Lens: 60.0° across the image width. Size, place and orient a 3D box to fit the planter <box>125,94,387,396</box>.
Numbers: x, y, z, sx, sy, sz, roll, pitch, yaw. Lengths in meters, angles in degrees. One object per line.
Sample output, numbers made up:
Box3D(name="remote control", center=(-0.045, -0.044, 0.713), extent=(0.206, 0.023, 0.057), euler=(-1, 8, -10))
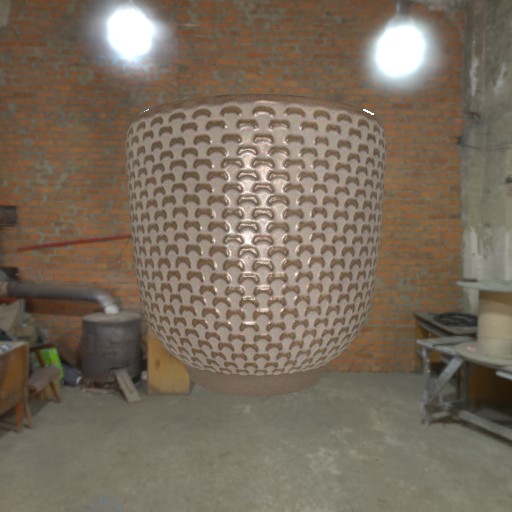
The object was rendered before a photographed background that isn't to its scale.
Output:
Box3D(name="planter", center=(0.000, 0.000, 0.350), extent=(0.197, 0.191, 0.197), euler=(0, 2, 0))
